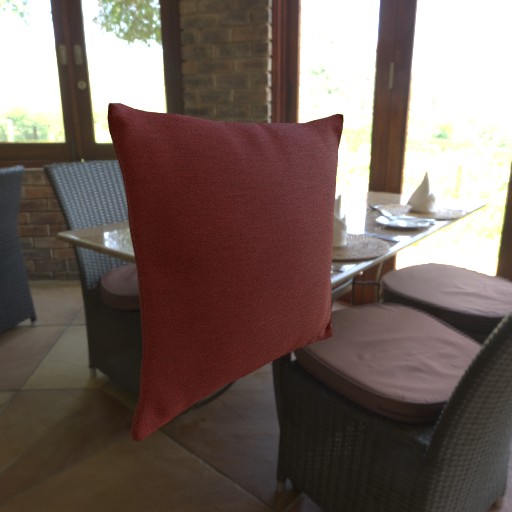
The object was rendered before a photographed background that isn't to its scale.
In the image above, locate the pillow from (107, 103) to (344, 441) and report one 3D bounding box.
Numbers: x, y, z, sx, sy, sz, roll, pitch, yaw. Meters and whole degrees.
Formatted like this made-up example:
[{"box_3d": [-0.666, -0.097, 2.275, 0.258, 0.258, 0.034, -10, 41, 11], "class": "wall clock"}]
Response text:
[{"box_3d": [0.000, 0.000, 0.658, 0.151, 0.416, 0.435, 15, 21, 43], "class": "pillow"}]
